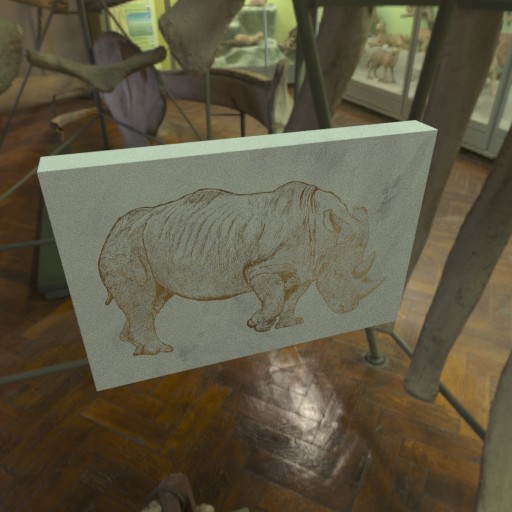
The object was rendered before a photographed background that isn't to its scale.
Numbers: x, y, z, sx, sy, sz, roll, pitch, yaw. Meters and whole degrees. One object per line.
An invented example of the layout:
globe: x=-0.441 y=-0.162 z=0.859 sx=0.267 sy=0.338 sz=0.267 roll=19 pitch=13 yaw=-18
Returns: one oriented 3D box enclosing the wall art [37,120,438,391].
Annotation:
wall art: x=0.000 y=0.000 z=0.487 sx=0.381 sy=0.254 sz=0.038 roll=-10 pitch=33 yaw=-15
